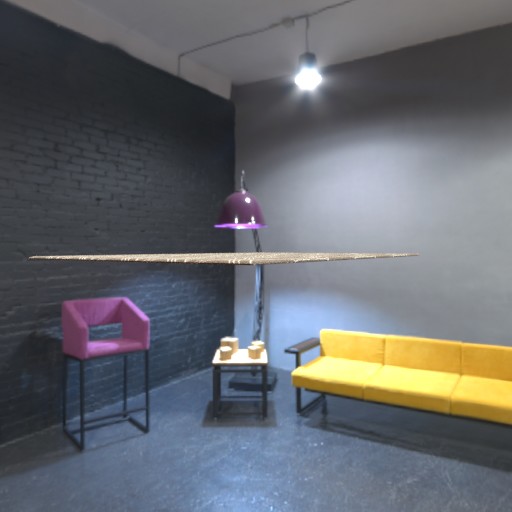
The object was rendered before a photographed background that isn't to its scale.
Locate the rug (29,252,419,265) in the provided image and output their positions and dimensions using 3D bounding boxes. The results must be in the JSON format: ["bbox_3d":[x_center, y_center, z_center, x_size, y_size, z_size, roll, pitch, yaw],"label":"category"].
[{"bbox_3d":[0.000,0.000,2.401,1.239,0.012,1.836,1,1,35],"label":"rug"}]
